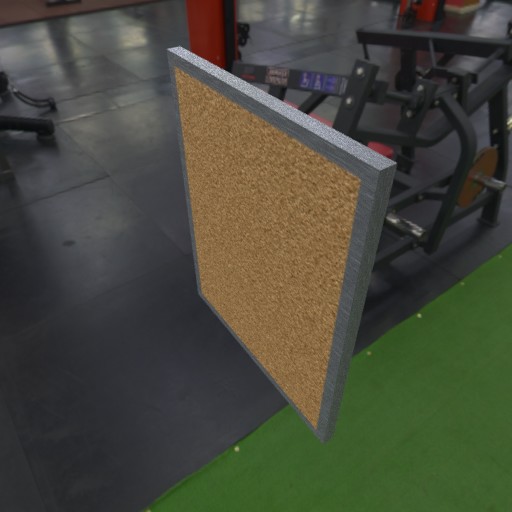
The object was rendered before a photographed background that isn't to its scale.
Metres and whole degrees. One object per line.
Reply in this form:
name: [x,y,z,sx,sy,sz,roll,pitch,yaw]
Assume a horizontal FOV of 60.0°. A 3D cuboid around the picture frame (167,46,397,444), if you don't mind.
picture frame: [0.000,0.000,0.752,0.029,0.559,0.454,-25,47,-25]
